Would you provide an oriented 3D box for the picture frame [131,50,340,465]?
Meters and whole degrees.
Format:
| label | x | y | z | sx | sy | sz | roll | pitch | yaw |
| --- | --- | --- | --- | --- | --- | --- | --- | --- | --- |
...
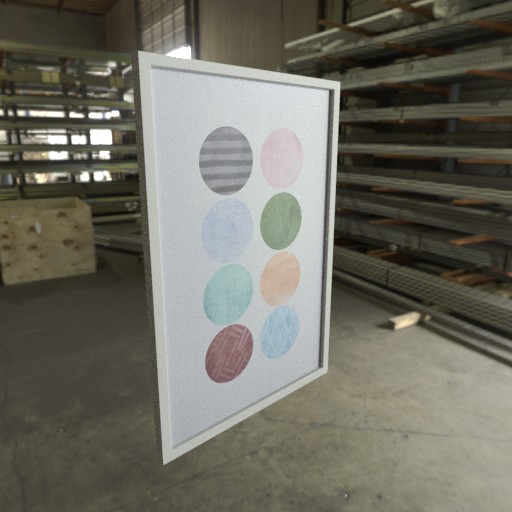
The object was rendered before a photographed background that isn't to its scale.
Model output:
| label | x | y | z | sx | sy | sz | roll | pitch | yaw |
| --- | --- | --- | --- | --- | --- | --- | --- | --- | --- |
| picture frame | 0.000 | 0.000 | 0.555 | 0.305 | 0.434 | 0.013 | -13 | 20 | -42 |
